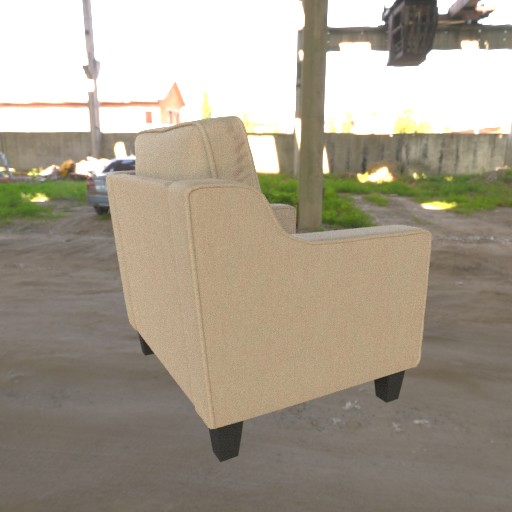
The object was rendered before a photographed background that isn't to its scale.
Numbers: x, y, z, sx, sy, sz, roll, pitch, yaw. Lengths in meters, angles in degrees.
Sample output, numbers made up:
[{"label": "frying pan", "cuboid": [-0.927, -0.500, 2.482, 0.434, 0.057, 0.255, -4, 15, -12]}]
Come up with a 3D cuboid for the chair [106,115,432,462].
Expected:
[{"label": "chair", "cuboid": [0.000, 0.000, 1.657, 0.882, 0.948, 0.922, -7, 14, -28]}]
